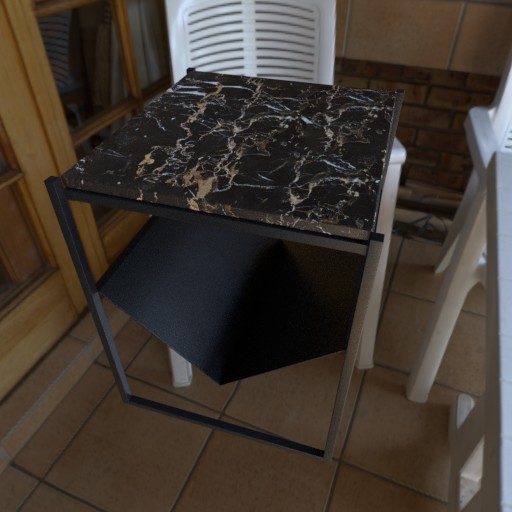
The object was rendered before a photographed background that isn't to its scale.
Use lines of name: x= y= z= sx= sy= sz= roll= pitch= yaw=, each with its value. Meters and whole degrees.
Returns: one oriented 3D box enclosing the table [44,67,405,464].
table: x=0.000 y=0.000 z=0.868 sx=0.432 sy=0.534 sz=0.469 roll=11 pitch=42 yaw=13
